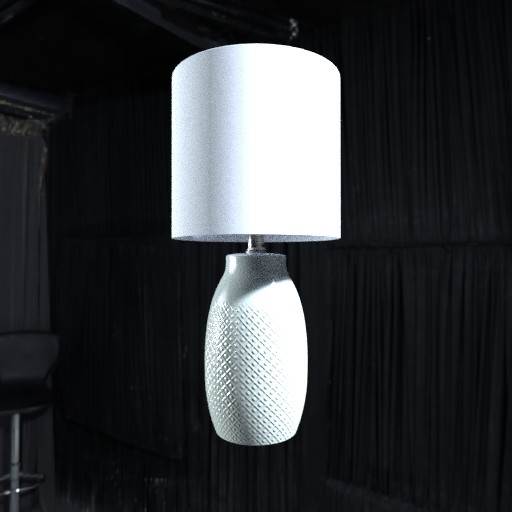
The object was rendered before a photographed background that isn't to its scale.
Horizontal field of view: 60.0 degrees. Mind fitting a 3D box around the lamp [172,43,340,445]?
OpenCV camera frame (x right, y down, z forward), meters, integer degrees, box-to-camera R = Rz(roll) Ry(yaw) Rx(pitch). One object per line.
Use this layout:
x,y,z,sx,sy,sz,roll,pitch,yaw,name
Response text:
0.000,0.000,0.580,0.217,0.453,0.217,0,0,36,lamp
